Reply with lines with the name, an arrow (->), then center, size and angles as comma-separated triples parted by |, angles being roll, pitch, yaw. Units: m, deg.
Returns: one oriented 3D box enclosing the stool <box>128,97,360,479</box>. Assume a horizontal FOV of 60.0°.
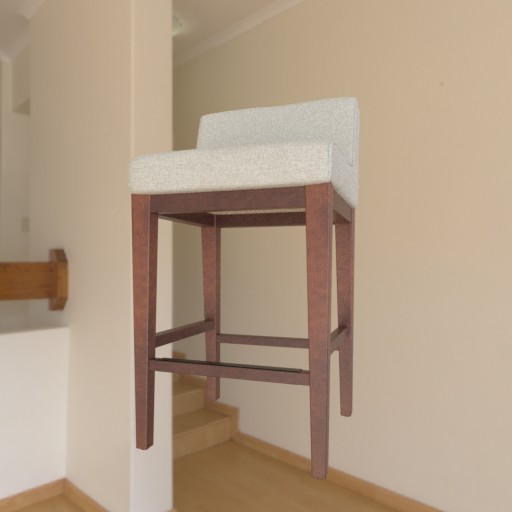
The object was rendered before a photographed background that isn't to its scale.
stool -> 0.000, 0.000, 1.206 | 0.511, 0.937, 0.500 | 0, -1, 20
